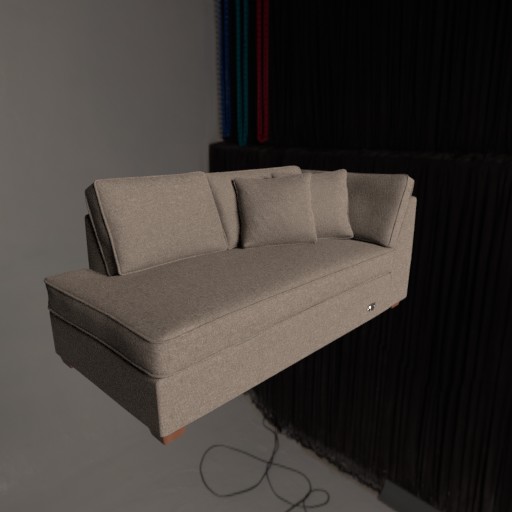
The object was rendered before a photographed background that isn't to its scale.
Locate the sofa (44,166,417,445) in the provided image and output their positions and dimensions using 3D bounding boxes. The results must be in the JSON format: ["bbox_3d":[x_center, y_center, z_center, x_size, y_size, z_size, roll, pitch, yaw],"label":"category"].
[{"bbox_3d":[0.000,0.000,2.795,1.110,1.033,2.237,15,22,42],"label":"sofa"}]
